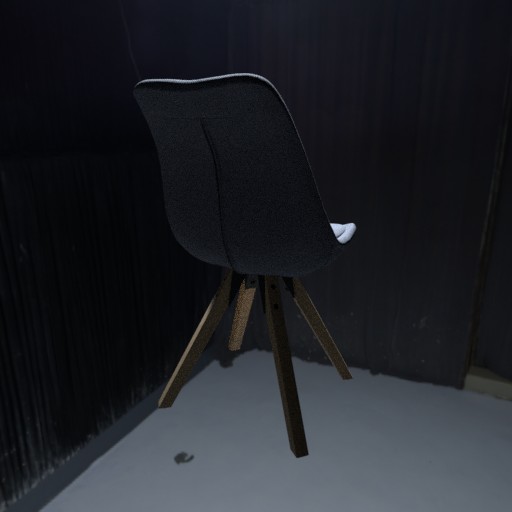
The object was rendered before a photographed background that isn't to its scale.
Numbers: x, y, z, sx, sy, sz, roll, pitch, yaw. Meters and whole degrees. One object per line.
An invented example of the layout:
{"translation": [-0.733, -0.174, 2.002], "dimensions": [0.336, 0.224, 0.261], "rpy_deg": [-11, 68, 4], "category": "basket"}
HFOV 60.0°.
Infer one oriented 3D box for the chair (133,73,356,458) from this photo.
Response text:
{"translation": [0.000, 0.000, 1.188], "dimensions": [0.485, 0.850, 0.550], "rpy_deg": [8, 18, 27], "category": "chair"}
